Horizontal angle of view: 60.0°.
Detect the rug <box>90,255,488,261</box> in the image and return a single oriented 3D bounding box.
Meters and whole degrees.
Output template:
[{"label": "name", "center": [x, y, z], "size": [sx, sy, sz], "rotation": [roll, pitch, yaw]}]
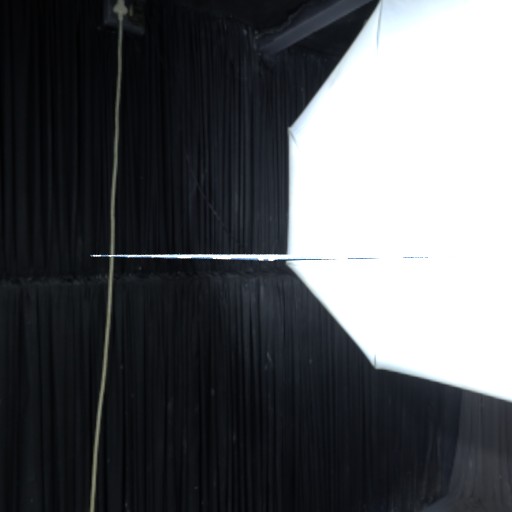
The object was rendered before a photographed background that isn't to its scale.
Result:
[{"label": "rug", "center": [0.000, 0.000, 2.224], "size": [1.153, 0.010, 1.755], "rotation": [0, 1, -36]}]
